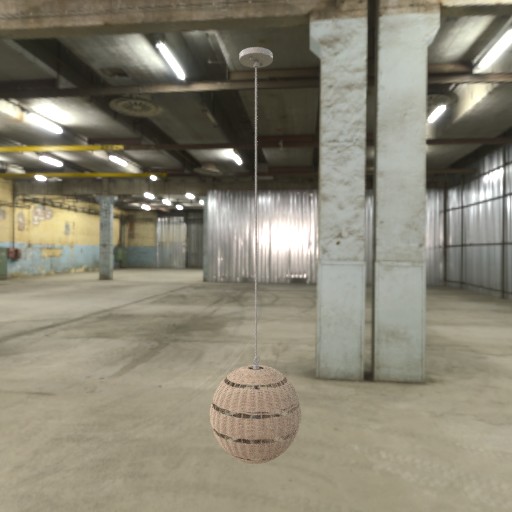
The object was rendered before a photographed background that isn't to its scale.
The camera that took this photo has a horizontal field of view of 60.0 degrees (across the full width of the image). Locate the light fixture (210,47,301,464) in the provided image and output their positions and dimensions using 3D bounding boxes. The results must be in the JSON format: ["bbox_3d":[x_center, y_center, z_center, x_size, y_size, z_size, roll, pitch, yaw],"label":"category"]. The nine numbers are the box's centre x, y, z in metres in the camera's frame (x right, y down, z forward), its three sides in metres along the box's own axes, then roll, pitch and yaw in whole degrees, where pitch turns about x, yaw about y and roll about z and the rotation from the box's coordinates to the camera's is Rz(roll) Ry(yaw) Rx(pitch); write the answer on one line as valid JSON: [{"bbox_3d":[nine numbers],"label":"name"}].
[{"bbox_3d":[0.000,0.000,2.223,0.457,2.019,0.457,0,0,35],"label":"light fixture"}]
